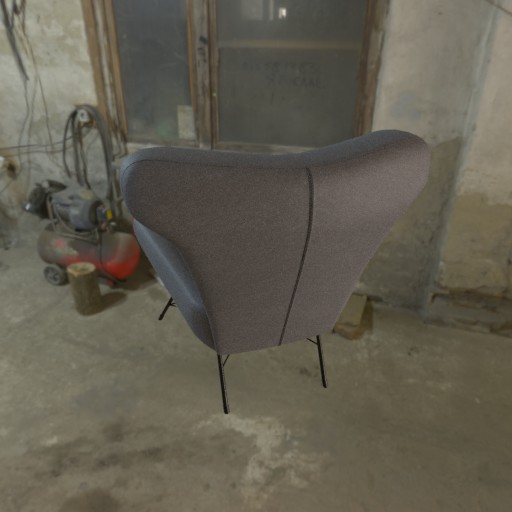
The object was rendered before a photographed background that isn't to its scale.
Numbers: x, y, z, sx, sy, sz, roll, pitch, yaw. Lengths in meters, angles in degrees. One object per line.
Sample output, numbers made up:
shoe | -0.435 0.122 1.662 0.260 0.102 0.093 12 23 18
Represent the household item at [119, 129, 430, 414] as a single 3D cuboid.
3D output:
household item | 0.000 0.000 1.794 0.980 1.050 0.900 -9 29 -17
